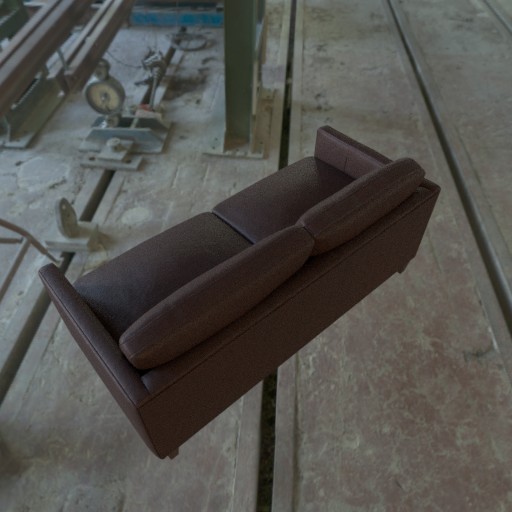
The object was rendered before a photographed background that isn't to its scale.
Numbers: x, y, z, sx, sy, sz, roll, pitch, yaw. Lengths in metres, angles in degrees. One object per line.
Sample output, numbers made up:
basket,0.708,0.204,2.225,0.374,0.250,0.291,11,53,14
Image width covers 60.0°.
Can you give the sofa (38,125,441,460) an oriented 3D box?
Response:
sofa,0.000,0.000,2.433,1.971,0.863,0.923,-32,55,-27
